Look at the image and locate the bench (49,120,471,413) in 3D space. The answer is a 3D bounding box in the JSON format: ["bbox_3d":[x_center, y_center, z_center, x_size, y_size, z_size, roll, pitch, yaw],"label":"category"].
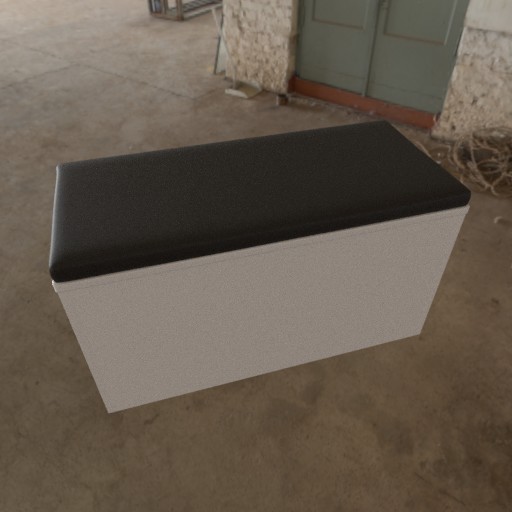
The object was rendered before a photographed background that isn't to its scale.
[{"bbox_3d":[0.000,0.000,1.190,0.899,0.500,0.401,-11,42,-12],"label":"bench"}]
